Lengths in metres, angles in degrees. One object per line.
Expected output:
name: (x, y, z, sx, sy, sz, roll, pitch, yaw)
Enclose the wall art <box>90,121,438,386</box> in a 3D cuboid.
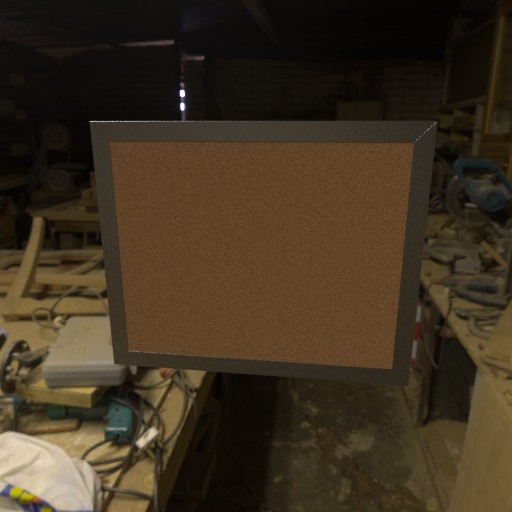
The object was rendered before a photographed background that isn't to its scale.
wall art: (0.000, 0.000, 0.784, 0.557, 0.456, 0.032, 2, 16, 8)
